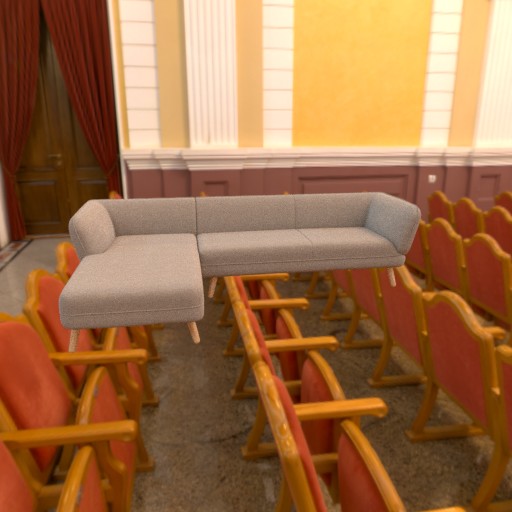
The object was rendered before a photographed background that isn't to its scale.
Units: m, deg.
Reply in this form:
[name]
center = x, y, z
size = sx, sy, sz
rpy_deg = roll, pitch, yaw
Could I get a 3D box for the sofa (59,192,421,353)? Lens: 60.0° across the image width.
[sofa]
center = 0.000, 0.000, 3.347
size = 2.653, 0.693, 1.532
rpy_deg = -3, 17, -9
